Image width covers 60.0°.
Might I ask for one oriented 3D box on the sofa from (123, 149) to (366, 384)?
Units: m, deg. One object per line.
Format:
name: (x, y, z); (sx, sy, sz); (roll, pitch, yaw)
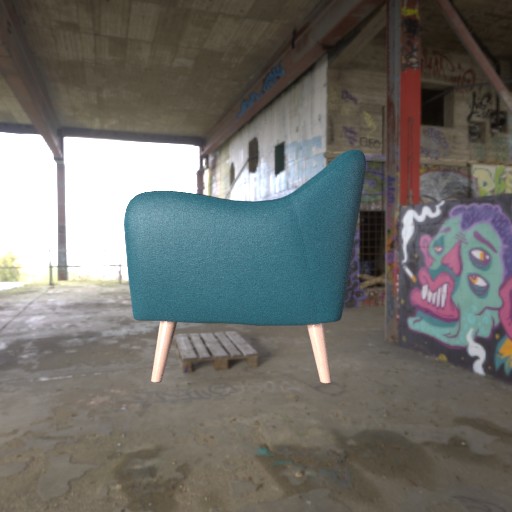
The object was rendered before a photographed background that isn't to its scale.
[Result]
sofa: (0.000, 0.000, 2.293); (0.820, 0.836, 1.840); (0, 2, 2)
